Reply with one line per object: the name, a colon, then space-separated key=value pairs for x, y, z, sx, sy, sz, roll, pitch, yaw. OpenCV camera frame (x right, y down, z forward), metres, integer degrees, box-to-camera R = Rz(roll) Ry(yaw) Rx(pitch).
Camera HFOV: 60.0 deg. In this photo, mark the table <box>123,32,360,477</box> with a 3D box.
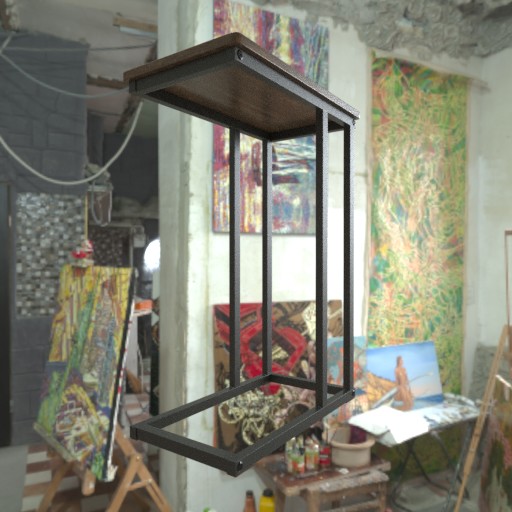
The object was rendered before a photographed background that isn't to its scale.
table: x=0.000 y=0.000 z=0.881 sx=0.254 sy=0.637 sz=0.450 roll=0 pitch=1 yaw=35
